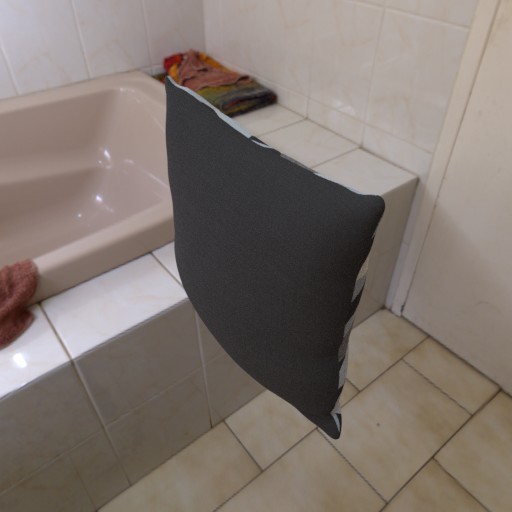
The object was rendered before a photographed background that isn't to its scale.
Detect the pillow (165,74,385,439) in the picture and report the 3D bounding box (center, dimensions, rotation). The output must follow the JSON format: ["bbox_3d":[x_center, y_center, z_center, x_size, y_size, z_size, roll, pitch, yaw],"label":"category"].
[{"bbox_3d":[0.000,0.000,0.766,0.208,0.496,0.503,-25,47,-26],"label":"pillow"}]
